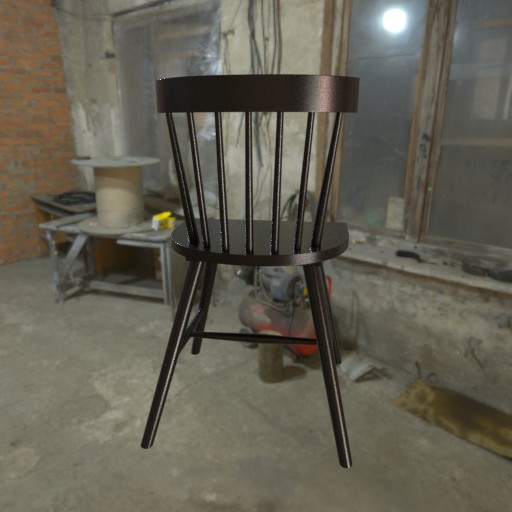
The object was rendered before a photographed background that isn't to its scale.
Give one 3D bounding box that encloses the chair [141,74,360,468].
[{"bbox_3d":[0.000,0.000,1.141,0.506,0.844,0.483,2,17,7],"label":"chair"}]
